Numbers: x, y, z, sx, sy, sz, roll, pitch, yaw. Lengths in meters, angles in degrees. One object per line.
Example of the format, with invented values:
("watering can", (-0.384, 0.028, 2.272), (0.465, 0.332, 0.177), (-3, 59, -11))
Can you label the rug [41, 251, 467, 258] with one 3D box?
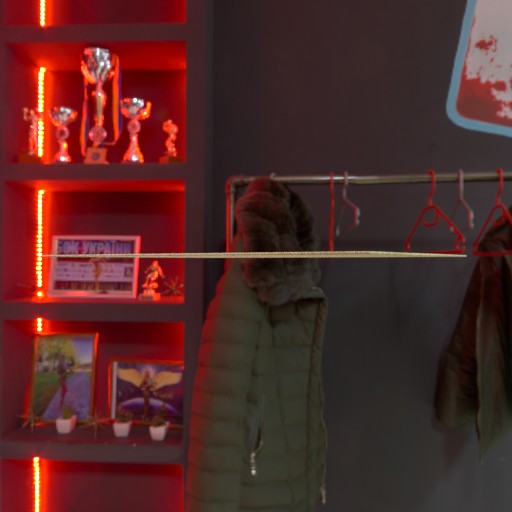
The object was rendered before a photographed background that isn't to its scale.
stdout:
("rug", (0.000, 0.000, 4.177), (3.198, 0.016, 2.425), (0, -1, 36))
